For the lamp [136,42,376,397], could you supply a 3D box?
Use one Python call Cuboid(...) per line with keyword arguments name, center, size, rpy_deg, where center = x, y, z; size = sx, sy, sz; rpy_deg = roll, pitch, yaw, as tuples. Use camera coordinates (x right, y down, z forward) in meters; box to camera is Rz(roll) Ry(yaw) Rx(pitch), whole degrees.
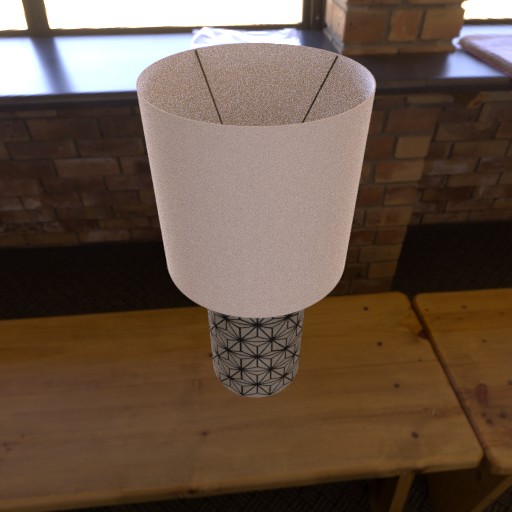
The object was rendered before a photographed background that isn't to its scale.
Cuboid(name="lamp", center=(0.000, 0.000, 0.524), size=(0.206, 0.416, 0.206), rpy_deg=(-26, 47, -27))
